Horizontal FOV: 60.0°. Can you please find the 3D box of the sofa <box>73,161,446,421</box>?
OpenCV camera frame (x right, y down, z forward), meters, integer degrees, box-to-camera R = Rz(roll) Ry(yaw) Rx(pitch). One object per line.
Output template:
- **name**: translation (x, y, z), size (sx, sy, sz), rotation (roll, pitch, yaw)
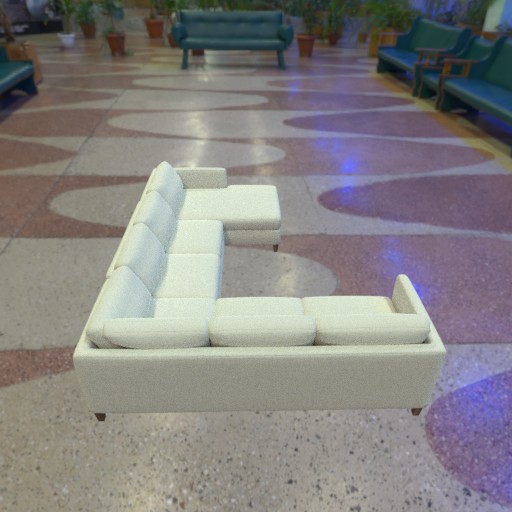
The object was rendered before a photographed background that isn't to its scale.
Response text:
- **sofa**: translation (0.000, 0.000, 4.419), size (2.551, 0.853, 3.238), rotation (-1, 34, -1)
